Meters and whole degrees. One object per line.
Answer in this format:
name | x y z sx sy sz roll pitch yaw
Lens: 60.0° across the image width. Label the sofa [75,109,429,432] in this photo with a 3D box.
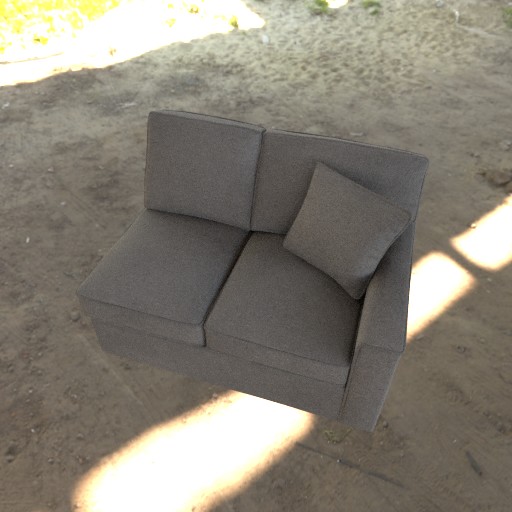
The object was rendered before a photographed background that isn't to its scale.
sofa | 0.000 0.000 2.108 1.388 0.989 0.991 13 43 14
